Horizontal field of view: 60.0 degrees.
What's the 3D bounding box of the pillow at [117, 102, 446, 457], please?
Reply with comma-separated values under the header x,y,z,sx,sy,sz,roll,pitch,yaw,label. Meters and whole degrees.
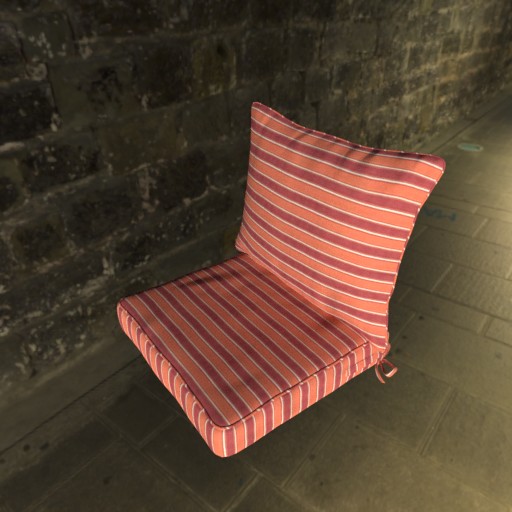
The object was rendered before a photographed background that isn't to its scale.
x,y,z,sx,sy,sz,roll,pitch,yaw,label
0.000,0.000,1.374,0.733,0.723,0.799,-21,37,-31,pillow
